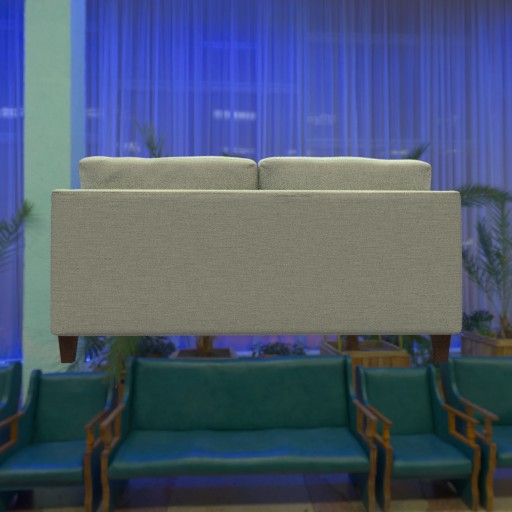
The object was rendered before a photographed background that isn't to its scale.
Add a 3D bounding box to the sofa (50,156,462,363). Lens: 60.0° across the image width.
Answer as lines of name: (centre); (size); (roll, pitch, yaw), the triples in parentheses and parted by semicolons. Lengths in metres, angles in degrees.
sofa: (0.000, 0.000, 2.414); (1.838, 0.963, 0.950); (0, -1, -1)
